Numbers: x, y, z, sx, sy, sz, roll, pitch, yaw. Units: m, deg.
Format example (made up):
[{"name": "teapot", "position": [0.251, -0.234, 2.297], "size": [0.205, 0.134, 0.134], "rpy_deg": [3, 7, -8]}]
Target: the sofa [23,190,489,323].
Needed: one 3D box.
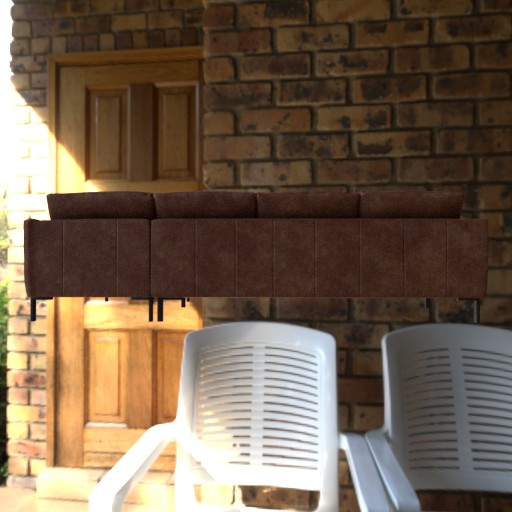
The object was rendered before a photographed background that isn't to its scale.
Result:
[{"name": "sofa", "position": [0.000, 0.000, 3.544], "size": [2.993, 0.859, 1.471], "rpy_deg": [0, -1, 1]}]
